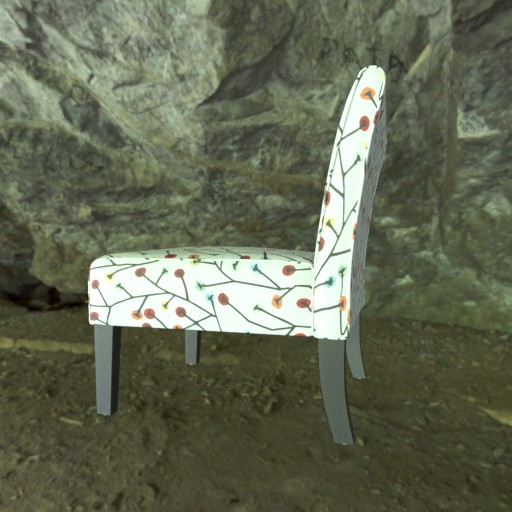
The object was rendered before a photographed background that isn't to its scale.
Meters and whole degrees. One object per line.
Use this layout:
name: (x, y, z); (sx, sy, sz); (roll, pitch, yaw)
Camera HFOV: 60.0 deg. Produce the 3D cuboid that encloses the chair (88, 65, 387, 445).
chair: (0.000, 0.000, 1.300); (0.732, 0.813, 0.597); (0, 1, 17)
